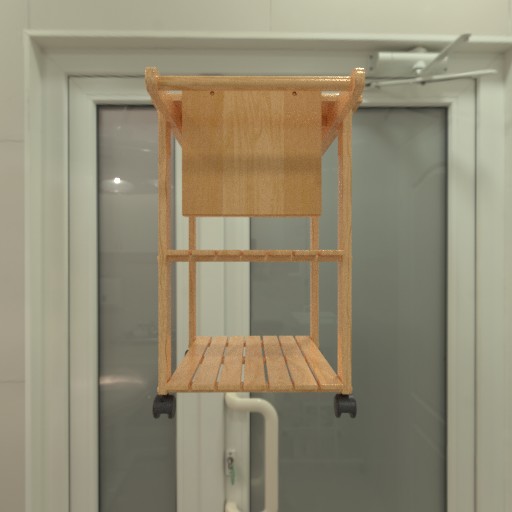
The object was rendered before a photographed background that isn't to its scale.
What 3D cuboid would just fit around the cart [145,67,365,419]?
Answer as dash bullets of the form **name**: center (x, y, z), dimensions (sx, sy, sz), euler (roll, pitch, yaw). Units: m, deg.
- **cart**: center (0.000, 0.000, 1.295), dimensions (0.520, 0.816, 0.843), euler (0, 0, -1)
